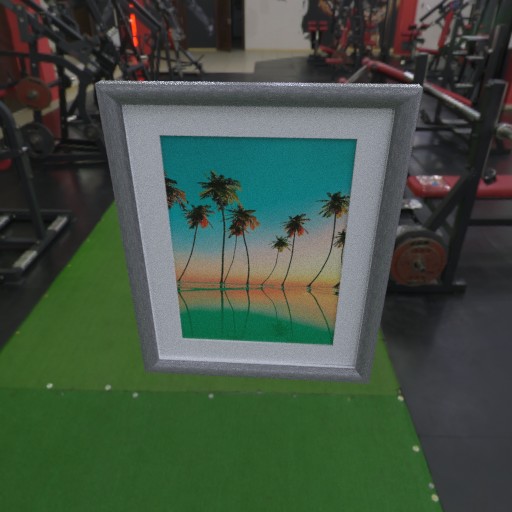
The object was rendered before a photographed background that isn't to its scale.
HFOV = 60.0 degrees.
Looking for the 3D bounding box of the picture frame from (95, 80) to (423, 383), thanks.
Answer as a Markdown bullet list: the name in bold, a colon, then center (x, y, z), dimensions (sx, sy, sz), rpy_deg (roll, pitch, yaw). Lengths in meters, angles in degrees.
- **picture frame**: center (0.000, 0.000, 0.763), dimensions (0.454, 0.559, 0.029), rpy_deg (2, 31, 3)
